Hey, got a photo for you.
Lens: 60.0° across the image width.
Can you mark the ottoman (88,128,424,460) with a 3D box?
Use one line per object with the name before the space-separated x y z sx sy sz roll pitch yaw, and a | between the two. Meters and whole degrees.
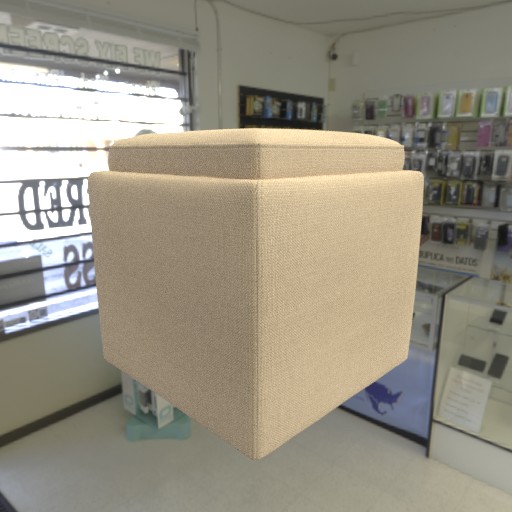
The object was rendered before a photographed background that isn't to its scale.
ottoman | 0.000 0.000 0.840 0.451 0.460 0.450 13 18 43
